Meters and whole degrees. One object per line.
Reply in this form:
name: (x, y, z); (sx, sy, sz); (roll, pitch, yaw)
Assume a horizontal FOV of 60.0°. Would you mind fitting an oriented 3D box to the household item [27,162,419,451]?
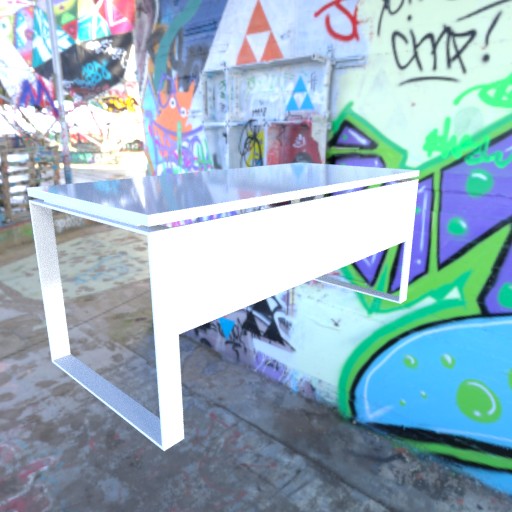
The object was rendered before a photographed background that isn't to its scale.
household item: (0.000, 0.000, 2.128); (0.800, 0.745, 1.700); (15, 22, 41)
